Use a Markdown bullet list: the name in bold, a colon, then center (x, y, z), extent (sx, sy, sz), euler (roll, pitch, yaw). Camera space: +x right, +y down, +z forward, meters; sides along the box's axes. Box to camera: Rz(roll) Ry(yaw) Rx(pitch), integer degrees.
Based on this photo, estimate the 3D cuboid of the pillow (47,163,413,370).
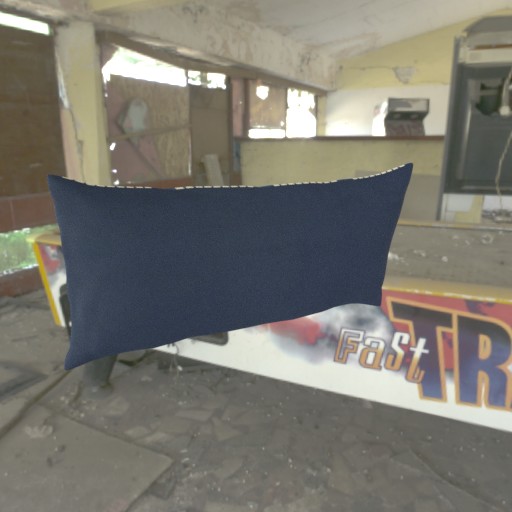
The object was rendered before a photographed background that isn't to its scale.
- **pillow**: center (0.000, 0.000, 0.730), extent (0.608, 0.292, 0.156), euler (-7, 16, -26)
